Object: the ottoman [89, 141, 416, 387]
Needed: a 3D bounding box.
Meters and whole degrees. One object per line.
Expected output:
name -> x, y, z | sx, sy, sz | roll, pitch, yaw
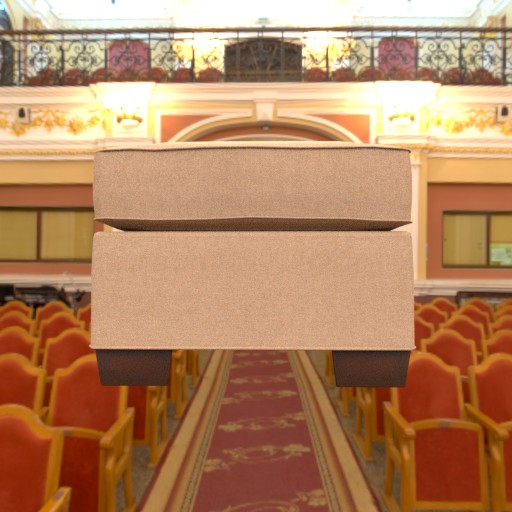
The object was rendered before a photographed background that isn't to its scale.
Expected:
ottoman -> 0.000, 0.000, 1.239 | 0.617, 0.503, 0.846 | 0, -1, 1
